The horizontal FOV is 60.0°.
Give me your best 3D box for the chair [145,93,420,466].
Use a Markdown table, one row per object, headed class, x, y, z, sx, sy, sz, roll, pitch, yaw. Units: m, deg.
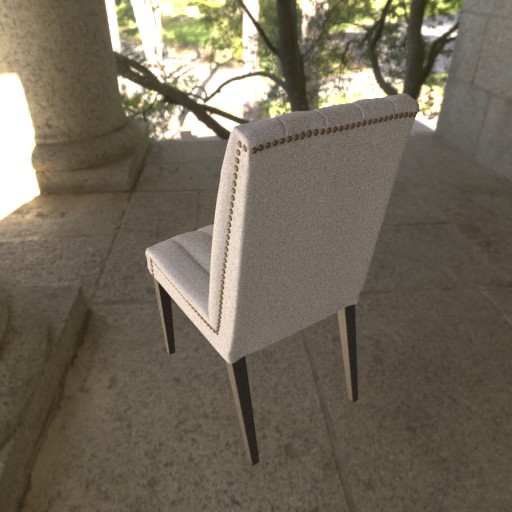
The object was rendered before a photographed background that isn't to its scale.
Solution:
| class | x | y | z | sx | sy | sz | roll | pitch | yaw |
| --- | --- | --- | --- | --- | --- | --- | --- | --- | --- |
| chair | 0.000 | 0.000 | 1.375 | 0.511 | 1.016 | 0.647 | -20 | 37 | -29 |
